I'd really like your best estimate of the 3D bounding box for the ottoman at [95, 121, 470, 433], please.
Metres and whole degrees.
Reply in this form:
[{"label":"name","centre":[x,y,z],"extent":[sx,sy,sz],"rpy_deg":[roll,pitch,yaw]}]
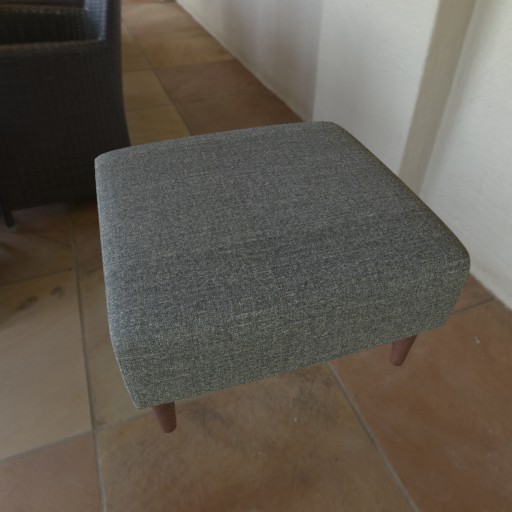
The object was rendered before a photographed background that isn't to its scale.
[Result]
[{"label":"ottoman","centre":[0.000,0.000,1.059],"extent":[0.655,0.399,0.648],"rpy_deg":[-12,43,-13]}]
